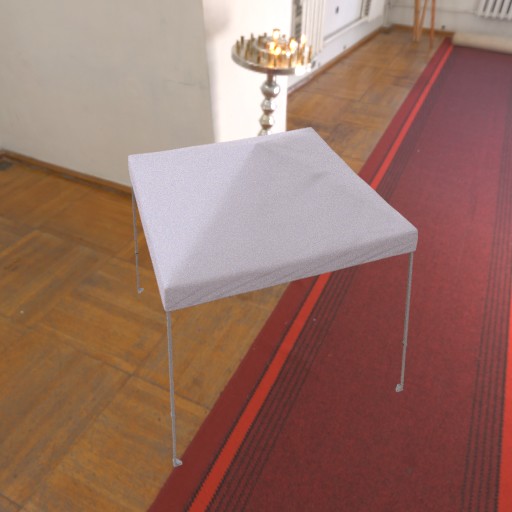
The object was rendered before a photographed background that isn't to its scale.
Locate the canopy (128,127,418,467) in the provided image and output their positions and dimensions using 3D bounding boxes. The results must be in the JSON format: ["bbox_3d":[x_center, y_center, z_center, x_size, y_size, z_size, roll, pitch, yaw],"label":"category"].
[{"bbox_3d":[0.000,0.000,5.205,2.850,2.850,2.849,-13,42,-15],"label":"canopy"}]
